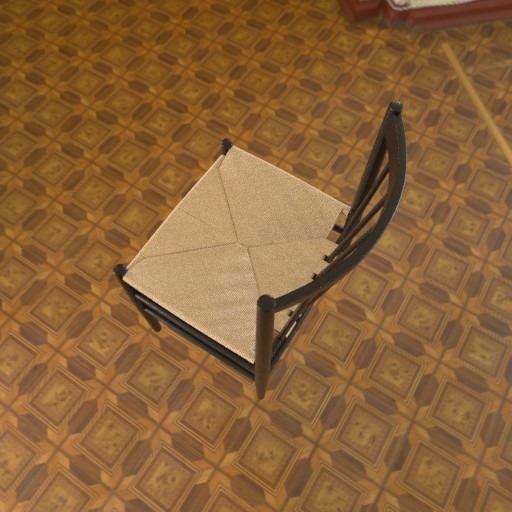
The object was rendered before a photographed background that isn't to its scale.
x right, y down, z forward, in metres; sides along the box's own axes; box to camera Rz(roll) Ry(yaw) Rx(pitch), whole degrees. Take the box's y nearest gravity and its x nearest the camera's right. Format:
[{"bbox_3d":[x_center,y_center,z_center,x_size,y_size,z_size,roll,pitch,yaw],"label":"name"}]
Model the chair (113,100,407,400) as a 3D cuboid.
[{"bbox_3d":[0.000,0.000,1.135,0.516,0.818,0.495,29,67,14],"label":"chair"}]
